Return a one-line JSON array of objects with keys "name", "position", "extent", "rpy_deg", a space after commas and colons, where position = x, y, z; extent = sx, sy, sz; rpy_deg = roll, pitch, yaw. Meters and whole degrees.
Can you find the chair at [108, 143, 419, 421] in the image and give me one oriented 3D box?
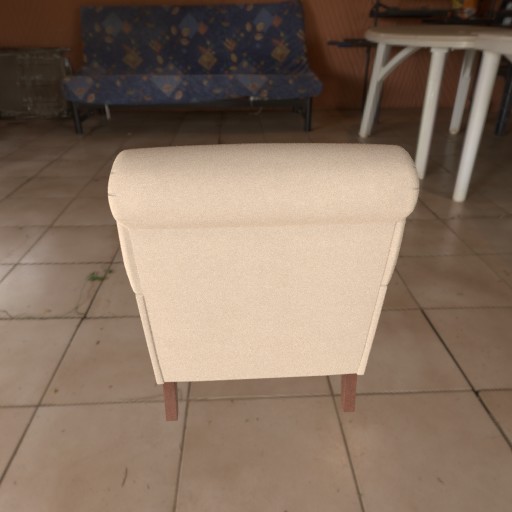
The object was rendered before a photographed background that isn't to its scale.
[{"name": "chair", "position": [0.000, 0.000, 1.564], "extent": [0.766, 0.942, 0.842], "rpy_deg": [-2, 28, -3]}]
